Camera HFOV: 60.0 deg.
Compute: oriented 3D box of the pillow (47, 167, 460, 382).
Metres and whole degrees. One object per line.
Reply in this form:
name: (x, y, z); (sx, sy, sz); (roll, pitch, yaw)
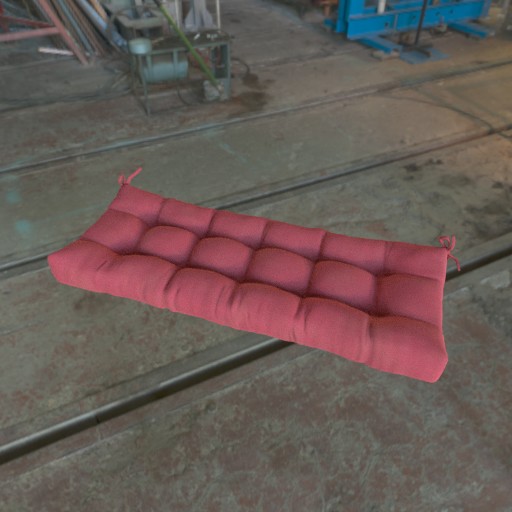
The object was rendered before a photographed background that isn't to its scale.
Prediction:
pillow: (0.000, 0.000, 1.349); (1.194, 0.174, 0.511); (13, 44, 14)
